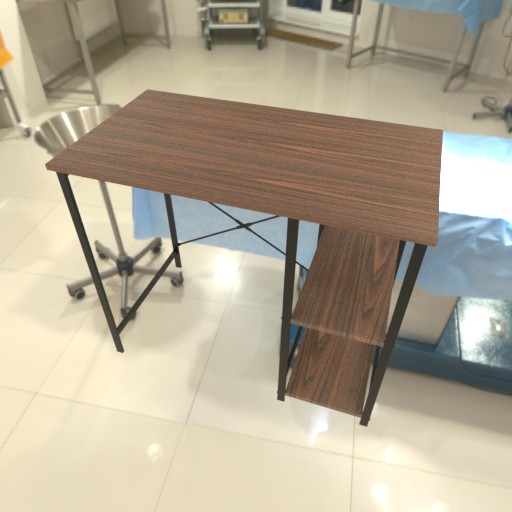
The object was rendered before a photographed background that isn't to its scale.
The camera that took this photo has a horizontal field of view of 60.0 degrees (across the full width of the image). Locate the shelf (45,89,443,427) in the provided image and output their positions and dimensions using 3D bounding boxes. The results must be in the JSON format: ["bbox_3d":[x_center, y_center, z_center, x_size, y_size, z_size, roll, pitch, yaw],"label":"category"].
[{"bbox_3d":[0.000,0.000,1.380,0.902,0.750,0.498,13,43,14],"label":"shelf"}]
